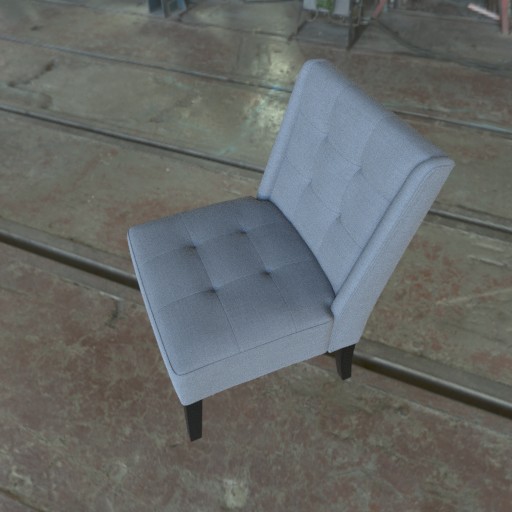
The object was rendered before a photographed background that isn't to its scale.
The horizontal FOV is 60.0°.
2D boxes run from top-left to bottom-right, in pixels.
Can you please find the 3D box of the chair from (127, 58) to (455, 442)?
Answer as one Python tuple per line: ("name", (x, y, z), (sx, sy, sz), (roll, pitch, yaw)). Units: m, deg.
("chair", (0.000, 0.000, 1.292), (0.676, 0.853, 0.569), (-17, 49, -16))
